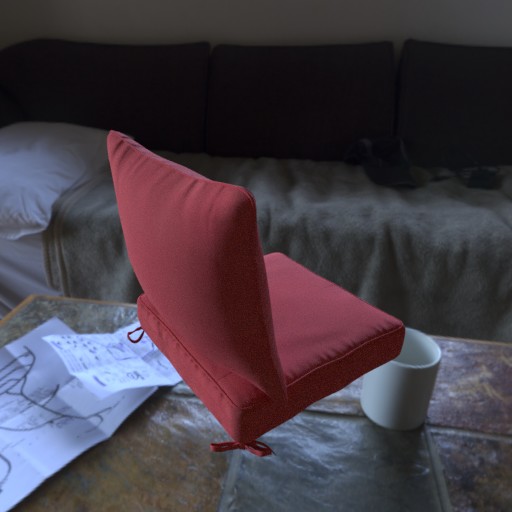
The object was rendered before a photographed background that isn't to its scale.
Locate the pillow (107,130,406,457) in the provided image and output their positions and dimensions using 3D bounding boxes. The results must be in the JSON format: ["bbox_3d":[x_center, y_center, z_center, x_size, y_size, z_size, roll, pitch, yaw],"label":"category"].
[{"bbox_3d":[0.000,0.000,1.385,0.733,0.725,0.798,-17,31,-31],"label":"pillow"}]
